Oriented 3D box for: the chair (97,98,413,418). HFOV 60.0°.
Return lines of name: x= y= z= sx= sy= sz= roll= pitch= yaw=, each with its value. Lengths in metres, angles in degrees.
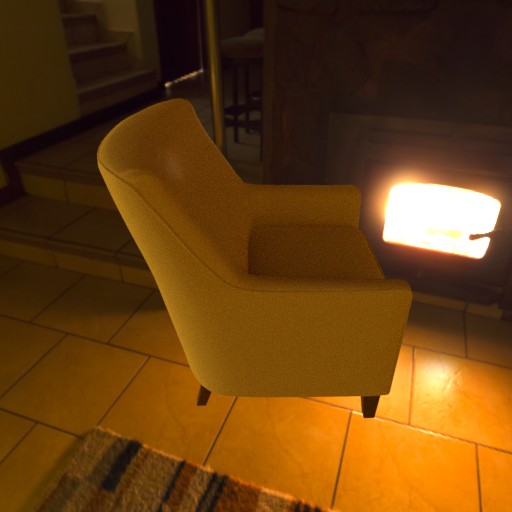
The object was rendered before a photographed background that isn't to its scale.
chair: x=0.000 y=0.000 z=1.556 sx=0.879 sy=0.916 sz=0.756 roll=0 pitch=32 yaw=-1
